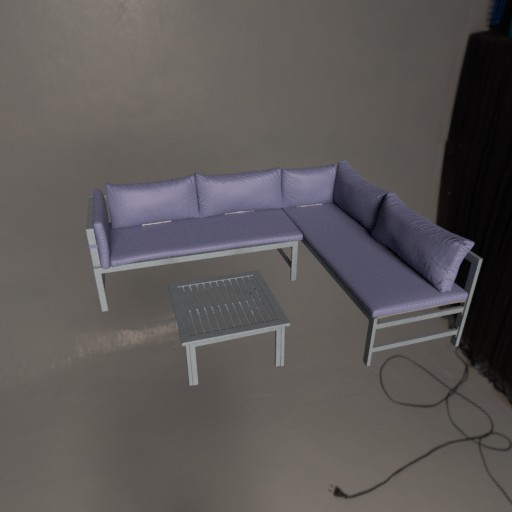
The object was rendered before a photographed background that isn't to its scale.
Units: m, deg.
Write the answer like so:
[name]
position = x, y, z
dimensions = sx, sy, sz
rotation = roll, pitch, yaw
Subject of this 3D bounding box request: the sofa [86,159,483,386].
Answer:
[sofa]
position = 0.000, 0.000, 3.016
dimensions = 2.149, 0.762, 1.658
rotation = -8, 30, -15
